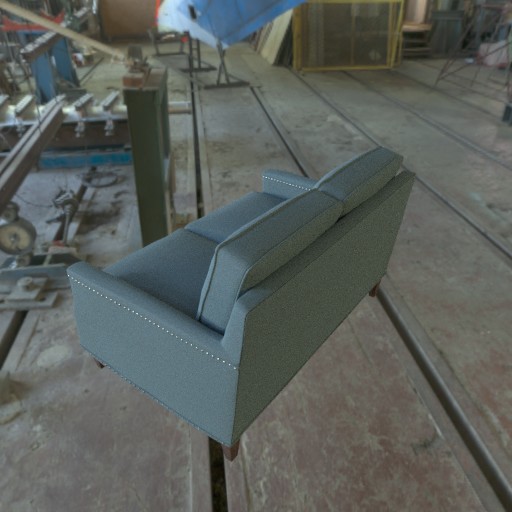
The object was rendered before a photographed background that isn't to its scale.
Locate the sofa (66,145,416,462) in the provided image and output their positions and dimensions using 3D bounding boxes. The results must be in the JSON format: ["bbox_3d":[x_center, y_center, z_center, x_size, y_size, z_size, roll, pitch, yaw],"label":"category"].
[{"bbox_3d":[0.000,0.000,2.338,1.084,1.003,1.597,22,38,31],"label":"sofa"}]
